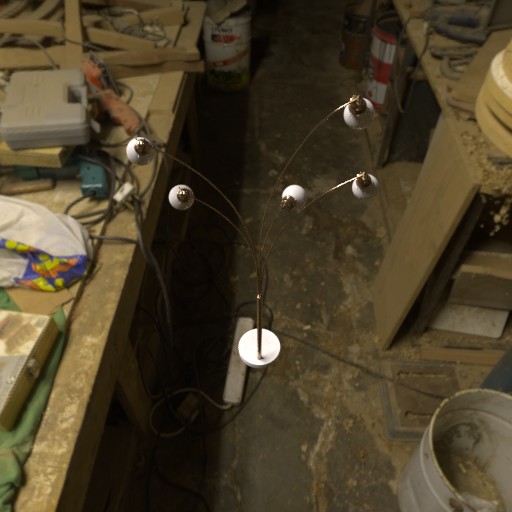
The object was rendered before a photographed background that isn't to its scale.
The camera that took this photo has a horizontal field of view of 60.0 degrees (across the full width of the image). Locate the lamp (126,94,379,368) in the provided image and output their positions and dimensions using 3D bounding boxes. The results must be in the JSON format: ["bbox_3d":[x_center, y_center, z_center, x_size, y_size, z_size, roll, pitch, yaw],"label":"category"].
[{"bbox_3d":[0.000,0.000,2.978,1.405,2.423,0.361,2,48,2],"label":"lamp"}]
